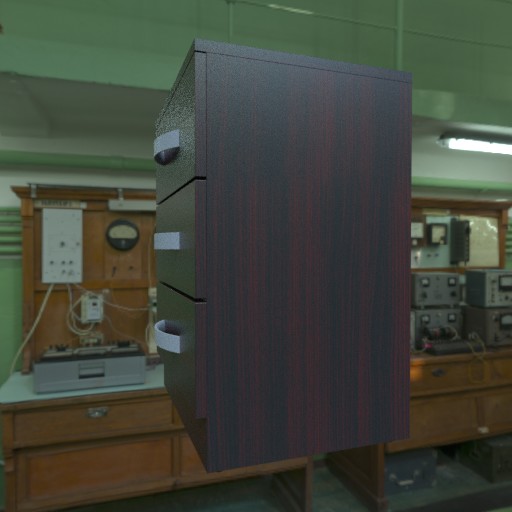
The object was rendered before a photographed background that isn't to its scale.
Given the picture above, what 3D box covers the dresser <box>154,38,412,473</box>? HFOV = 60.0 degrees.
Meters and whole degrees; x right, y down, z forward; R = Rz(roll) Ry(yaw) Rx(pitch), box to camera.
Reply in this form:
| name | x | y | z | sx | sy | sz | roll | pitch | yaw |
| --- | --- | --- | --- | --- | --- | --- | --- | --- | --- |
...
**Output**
| name | x | y | z | sx | sy | sz | roll | pitch | yaw |
| --- | --- | --- | --- | --- | --- | --- | --- | --- | --- |
| dresser | 0.000 | 0.000 | 0.804 | 0.360 | 0.560 | 0.400 | 0 | 1 | -20 |
